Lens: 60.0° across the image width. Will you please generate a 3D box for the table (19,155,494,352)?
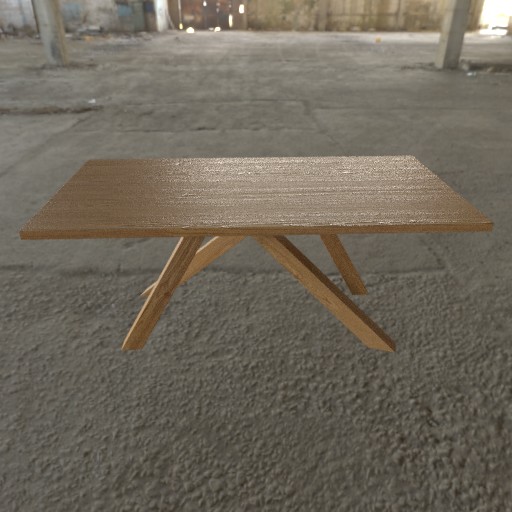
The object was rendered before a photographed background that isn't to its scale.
[{"bbox_3d":[0.000,0.000,2.248,1.797,0.750,0.901,-1,29,-2],"label":"table"}]
